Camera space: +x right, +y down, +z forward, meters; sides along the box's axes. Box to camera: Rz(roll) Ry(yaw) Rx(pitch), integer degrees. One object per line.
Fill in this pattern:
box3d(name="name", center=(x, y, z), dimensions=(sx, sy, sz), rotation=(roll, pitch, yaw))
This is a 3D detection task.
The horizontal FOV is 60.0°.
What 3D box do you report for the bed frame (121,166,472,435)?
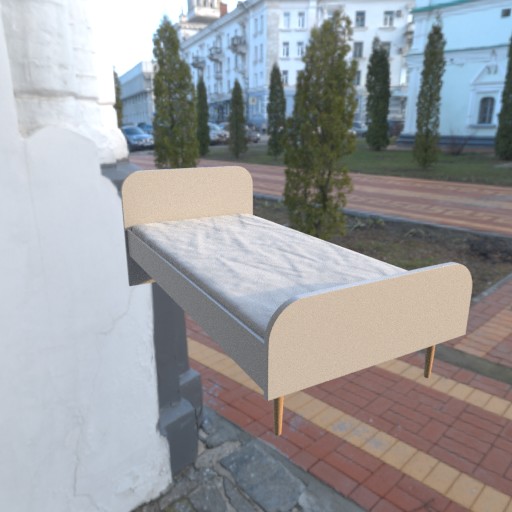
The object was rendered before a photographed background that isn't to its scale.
box3d(name="bed frame", center=(0.000, 0.000, 2.471), dimensions=(0.998, 0.805, 1.963), rotation=(-9, 19, -28))
